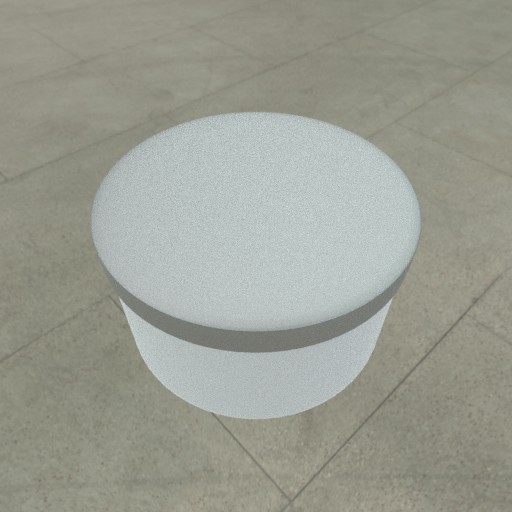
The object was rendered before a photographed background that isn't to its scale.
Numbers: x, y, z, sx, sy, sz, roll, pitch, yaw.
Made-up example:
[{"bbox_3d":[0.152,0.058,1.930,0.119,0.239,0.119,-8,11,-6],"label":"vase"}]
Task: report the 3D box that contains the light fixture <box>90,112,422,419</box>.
[{"bbox_3d":[0.000,0.000,0.623,0.393,0.229,0.393,0,47,0],"label":"light fixture"}]
